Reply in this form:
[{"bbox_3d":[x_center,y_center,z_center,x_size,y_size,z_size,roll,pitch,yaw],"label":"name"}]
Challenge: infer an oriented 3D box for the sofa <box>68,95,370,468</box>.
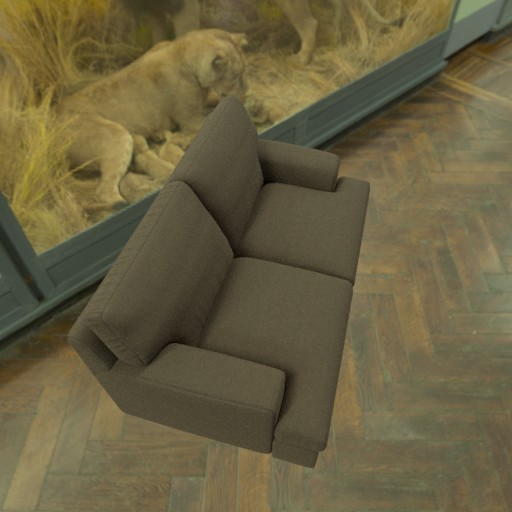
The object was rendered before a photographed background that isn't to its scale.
[{"bbox_3d":[0.000,0.000,2.506,1.140,0.950,1.869,12,50,10],"label":"sofa"}]
